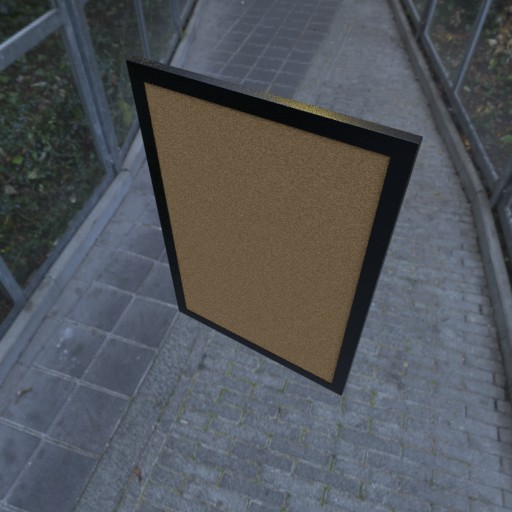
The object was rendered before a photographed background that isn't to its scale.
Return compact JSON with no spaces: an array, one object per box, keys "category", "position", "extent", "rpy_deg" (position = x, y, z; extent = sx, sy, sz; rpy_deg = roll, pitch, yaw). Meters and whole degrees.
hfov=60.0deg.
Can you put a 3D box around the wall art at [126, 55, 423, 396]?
[{"category":"wall art","position":[0.000,0.000,0.852],"extent":[0.462,0.656,0.019],"rpy_deg":[23,51,21]}]
